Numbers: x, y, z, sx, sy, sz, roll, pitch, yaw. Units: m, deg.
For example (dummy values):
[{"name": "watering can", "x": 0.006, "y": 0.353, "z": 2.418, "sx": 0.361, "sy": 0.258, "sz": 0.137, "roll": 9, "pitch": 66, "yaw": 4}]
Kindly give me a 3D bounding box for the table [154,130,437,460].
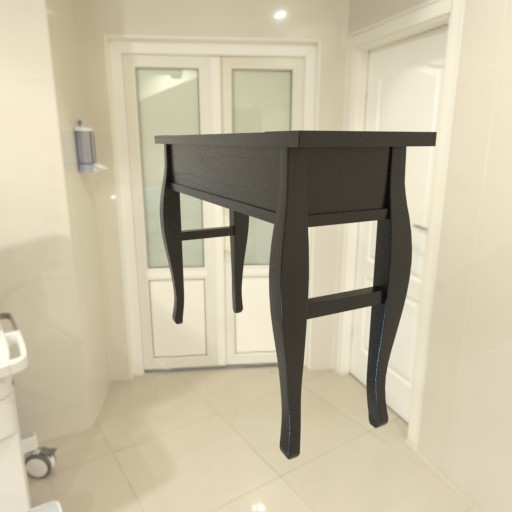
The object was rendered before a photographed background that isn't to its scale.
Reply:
[{"name": "table", "x": 0.000, "y": 0.000, "z": 1.451, "sx": 0.373, "sy": 0.768, "sz": 1.062, "roll": -7, "pitch": 16, "yaw": -26}]
